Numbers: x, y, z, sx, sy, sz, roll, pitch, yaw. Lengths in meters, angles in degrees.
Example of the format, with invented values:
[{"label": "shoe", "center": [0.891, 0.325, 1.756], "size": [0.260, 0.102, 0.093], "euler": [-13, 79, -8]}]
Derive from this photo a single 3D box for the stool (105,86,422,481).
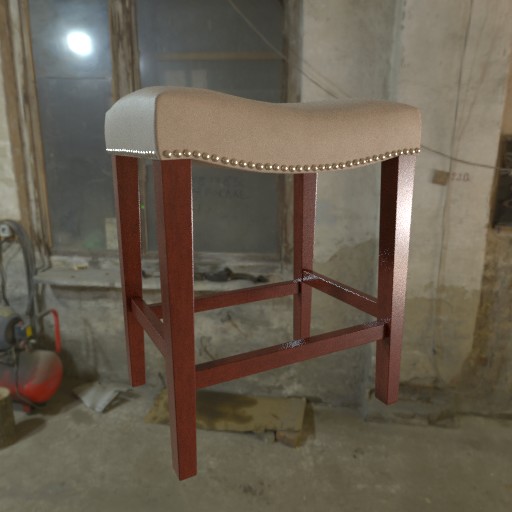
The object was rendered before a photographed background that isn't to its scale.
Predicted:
[{"label": "stool", "center": [0.000, 0.000, 0.922], "size": [0.509, 0.632, 0.375], "euler": [-8, 16, -27]}]
